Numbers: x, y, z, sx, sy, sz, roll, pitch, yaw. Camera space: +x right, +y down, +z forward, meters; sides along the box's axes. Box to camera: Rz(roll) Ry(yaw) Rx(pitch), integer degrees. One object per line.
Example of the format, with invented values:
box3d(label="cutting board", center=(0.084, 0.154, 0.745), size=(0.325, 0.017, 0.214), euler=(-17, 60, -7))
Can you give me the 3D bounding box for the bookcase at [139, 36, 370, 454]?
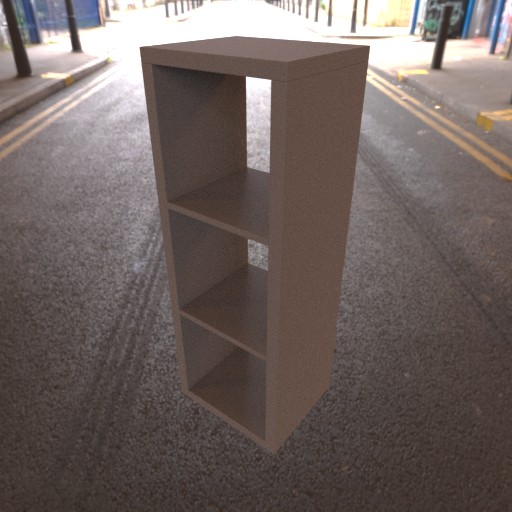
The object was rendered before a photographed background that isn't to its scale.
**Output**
box3d(label="bookcase", center=(0.000, 0.000, 1.255), size=(0.390, 1.080, 0.330), euler=(22, 37, 32))
